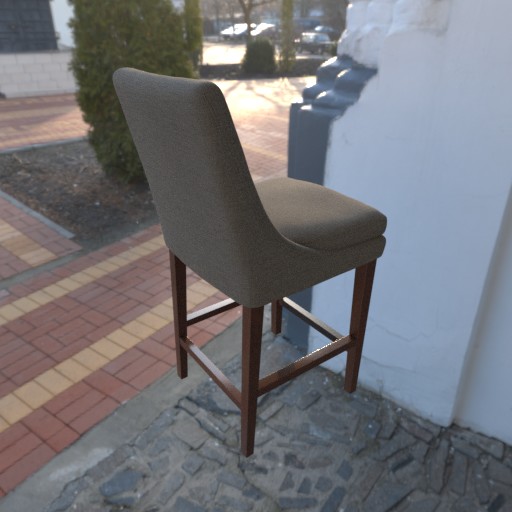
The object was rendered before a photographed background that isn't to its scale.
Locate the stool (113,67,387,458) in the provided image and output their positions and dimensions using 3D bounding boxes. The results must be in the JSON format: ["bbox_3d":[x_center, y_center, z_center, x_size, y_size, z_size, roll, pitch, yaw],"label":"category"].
[{"bbox_3d":[0.000,0.000,1.252,0.577,0.981,0.470,-19,33,-32],"label":"stool"}]
